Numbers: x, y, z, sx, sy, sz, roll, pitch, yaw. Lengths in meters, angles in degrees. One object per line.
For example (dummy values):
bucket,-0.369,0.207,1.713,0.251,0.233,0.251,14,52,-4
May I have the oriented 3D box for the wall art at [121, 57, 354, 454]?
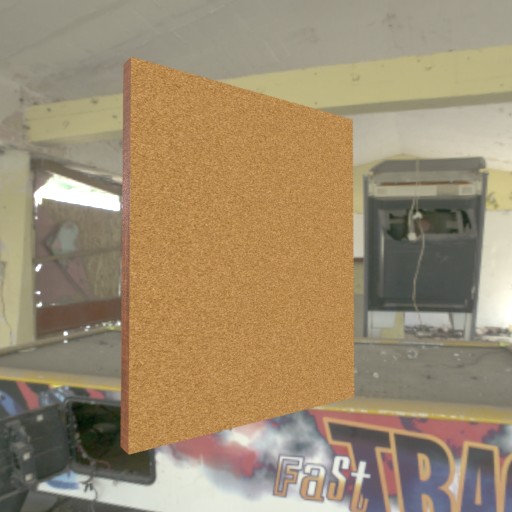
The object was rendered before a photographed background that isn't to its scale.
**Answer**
wall art,0.000,0.000,0.781,0.467,0.567,0.033,1,-2,-36
